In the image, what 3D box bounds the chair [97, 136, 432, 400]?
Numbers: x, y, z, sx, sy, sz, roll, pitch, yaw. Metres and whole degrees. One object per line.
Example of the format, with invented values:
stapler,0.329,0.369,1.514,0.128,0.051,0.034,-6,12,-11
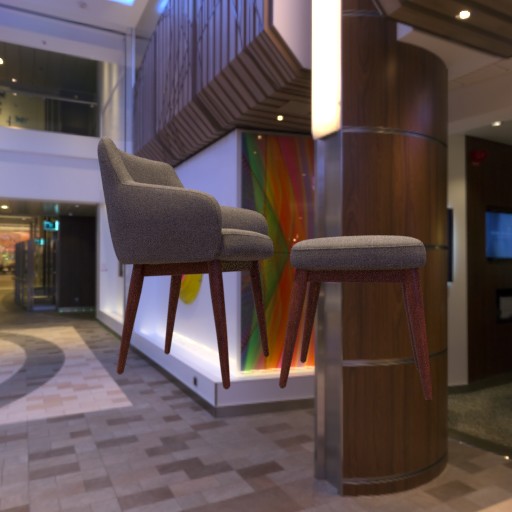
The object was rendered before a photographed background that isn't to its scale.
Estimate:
chair,0.000,0.000,1.539,1.107,0.799,0.584,0,-1,16
